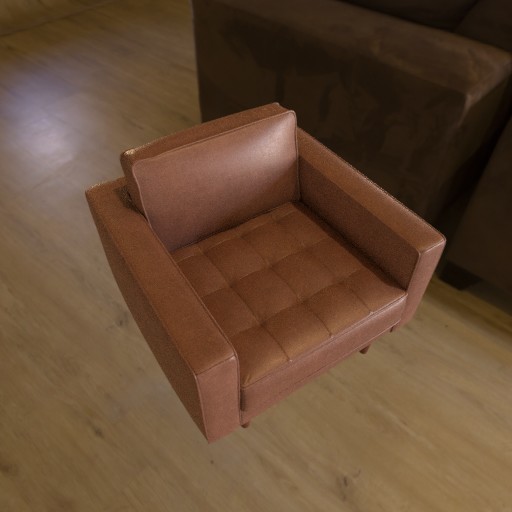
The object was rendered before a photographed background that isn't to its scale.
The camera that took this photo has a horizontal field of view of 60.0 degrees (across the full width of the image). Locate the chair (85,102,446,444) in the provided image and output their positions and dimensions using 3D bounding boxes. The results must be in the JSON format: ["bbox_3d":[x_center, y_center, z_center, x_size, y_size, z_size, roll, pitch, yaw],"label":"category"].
[{"bbox_3d":[0.000,0.000,1.588,0.920,0.770,0.900,-25,52,-21],"label":"chair"}]
